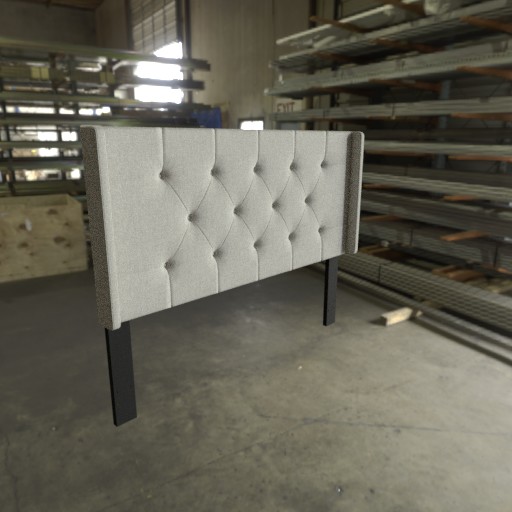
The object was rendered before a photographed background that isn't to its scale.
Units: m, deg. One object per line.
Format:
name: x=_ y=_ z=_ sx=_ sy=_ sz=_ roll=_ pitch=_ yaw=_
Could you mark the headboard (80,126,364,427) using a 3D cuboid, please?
headboard: x=0.000 y=0.000 z=2.775 sx=2.051 sy=1.524 sz=0.184 roll=-14 pitch=20 yaw=-43
